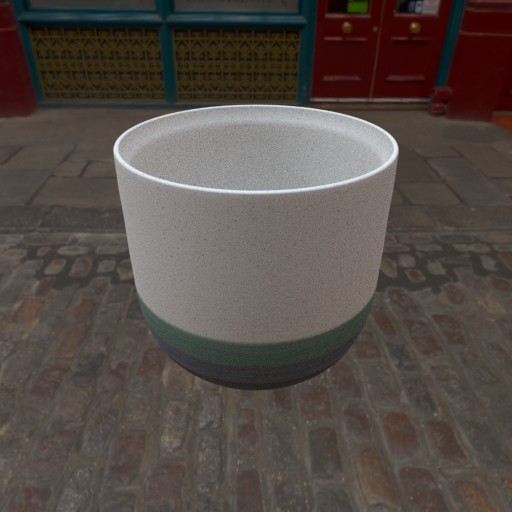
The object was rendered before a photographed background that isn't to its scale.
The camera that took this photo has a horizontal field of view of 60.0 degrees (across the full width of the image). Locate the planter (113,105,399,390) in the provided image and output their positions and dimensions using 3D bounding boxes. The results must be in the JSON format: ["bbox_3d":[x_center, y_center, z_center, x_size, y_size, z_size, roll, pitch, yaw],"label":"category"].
[{"bbox_3d":[0.000,0.000,0.498,0.268,0.270,0.268,0,32,0],"label":"planter"}]
